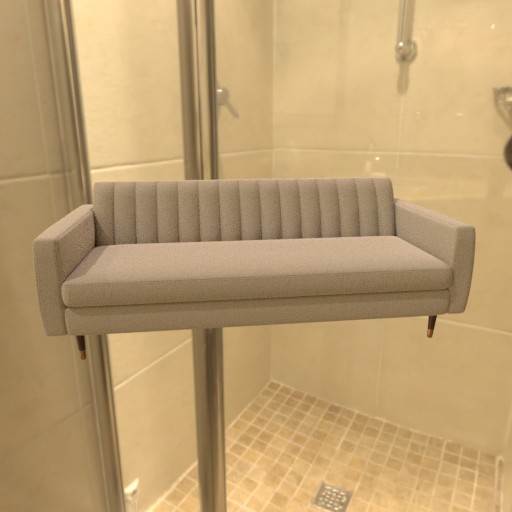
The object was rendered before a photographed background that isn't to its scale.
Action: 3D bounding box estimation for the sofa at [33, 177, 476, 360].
[{"bbox_3d":[0.000,0.000,2.687,2.291,0.821,0.990,-2,17,-7],"label":"sofa"}]
